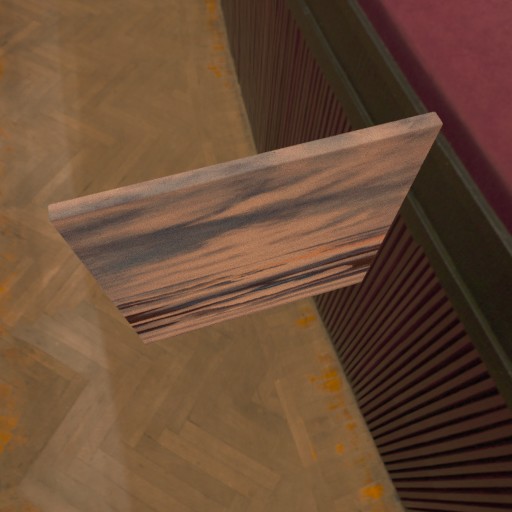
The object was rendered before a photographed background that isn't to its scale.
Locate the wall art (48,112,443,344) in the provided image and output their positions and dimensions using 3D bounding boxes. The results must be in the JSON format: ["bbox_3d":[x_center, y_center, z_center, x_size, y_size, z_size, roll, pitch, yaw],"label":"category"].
[{"bbox_3d":[0.000,0.000,1.142,0.747,0.747,0.035,-15,64,-8],"label":"wall art"}]
